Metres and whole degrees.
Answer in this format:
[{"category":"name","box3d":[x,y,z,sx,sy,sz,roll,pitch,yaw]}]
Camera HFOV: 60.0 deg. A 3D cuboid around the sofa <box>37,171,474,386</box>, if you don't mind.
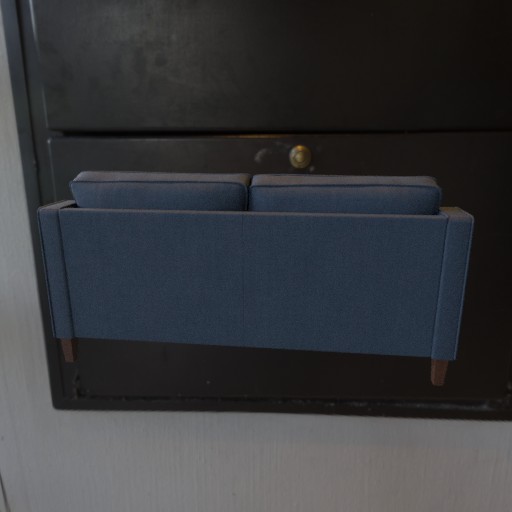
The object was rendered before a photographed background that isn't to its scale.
[{"category":"sofa","box3d":[0.000,0.000,2.774,2.178,1.071,1.066,2,15,7]}]
